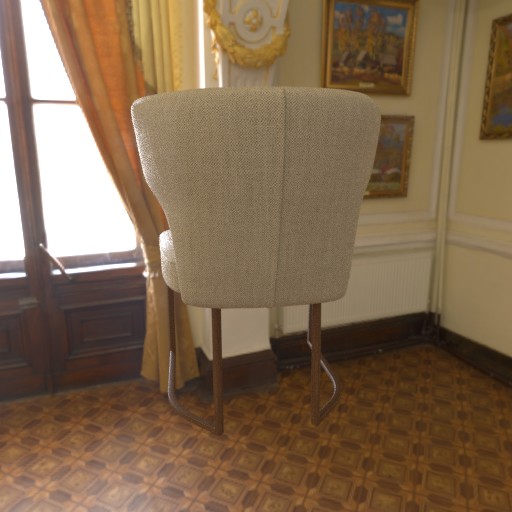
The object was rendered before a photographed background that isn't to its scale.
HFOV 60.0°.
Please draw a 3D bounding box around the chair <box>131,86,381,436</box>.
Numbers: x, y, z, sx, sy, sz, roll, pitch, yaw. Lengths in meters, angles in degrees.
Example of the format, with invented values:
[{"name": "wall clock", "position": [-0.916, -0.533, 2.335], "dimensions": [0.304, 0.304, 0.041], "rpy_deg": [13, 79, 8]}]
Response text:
[{"name": "chair", "position": [0.000, 0.000, 1.235], "dimensions": [0.611, 0.824, 0.617], "rpy_deg": [-2, 13, -9]}]
